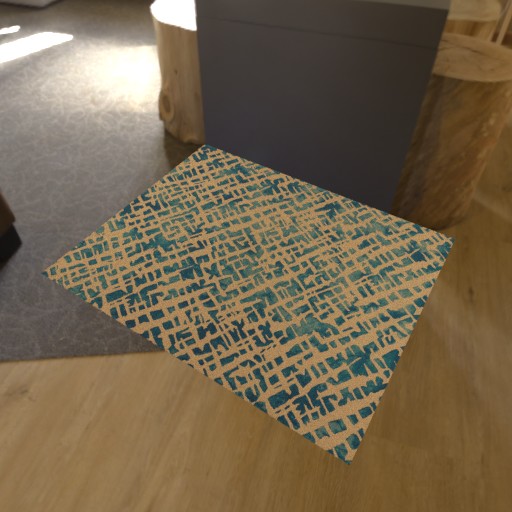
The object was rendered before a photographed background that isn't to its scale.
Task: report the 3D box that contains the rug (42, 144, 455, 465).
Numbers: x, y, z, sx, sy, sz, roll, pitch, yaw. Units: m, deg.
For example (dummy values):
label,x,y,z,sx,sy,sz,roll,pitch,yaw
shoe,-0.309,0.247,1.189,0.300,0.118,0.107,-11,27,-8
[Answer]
label,x,y,z,sx,sy,sz,roll,pitch,yaw
rug,0.000,0.000,4.108,3.007,0.007,2.435,25,52,21
